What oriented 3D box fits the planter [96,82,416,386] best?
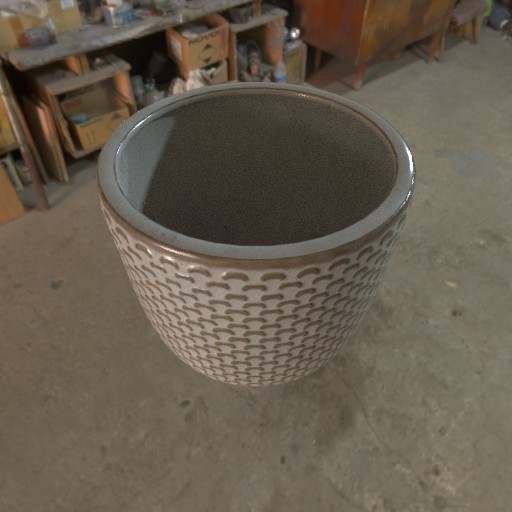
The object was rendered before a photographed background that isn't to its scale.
[{"bbox_3d":[0.000,0.000,0.343,0.197,0.191,0.197,0,46,0],"label":"planter"}]
